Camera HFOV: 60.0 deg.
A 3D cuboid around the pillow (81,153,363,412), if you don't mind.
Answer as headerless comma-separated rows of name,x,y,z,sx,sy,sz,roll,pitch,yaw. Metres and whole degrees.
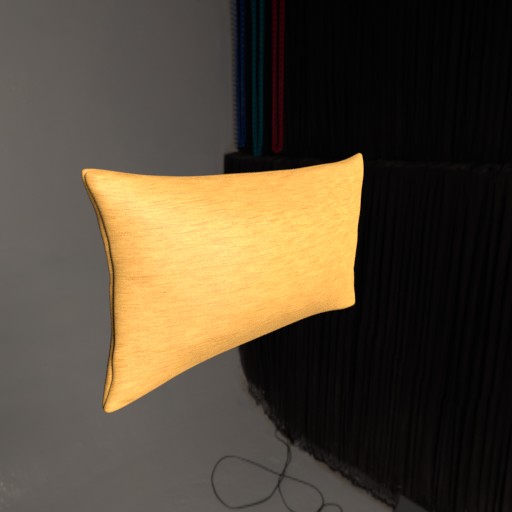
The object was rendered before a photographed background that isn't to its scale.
pillow,0.000,0.000,0.816,0.634,0.354,0.210,-14,20,-42
